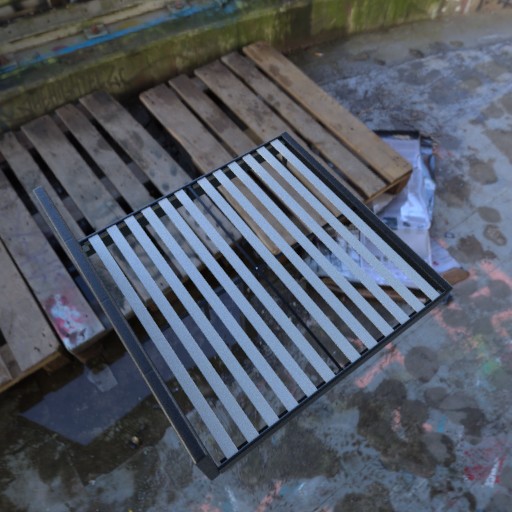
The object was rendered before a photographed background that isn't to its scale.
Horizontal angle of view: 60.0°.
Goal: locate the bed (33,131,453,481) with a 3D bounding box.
[{"bbox_3d":[0.000,0.000,3.237,2.152,1.046,2.018,-32,64,-18],"label":"bed"}]
